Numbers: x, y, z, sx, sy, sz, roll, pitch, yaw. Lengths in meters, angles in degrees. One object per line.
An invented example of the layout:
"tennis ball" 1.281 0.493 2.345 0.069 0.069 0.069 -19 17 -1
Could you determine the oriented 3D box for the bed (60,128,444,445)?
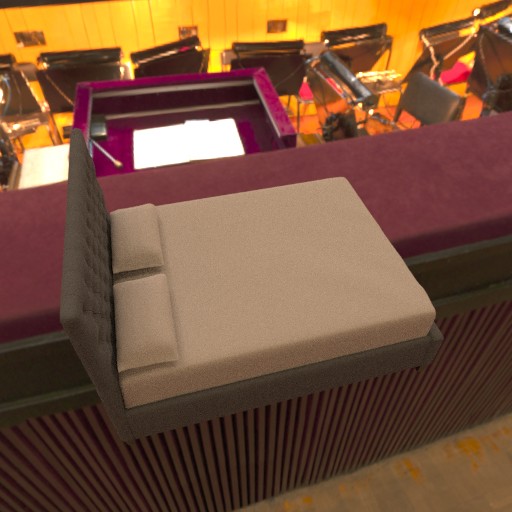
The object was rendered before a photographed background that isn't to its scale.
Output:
"bed" 0.000 0.000 3.182 2.231 1.427 1.698 -11 47 -10
